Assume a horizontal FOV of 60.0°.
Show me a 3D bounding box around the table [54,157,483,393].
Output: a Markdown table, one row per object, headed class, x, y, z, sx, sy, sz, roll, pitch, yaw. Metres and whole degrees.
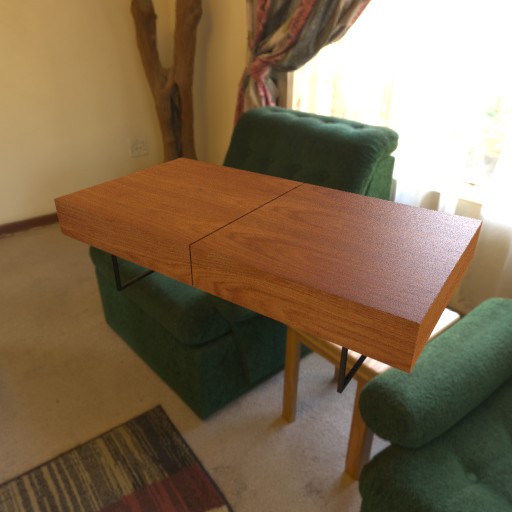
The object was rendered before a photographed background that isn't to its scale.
| class | x | y | z | sx | sy | sz | roll | pitch | yaw |
| --- | --- | --- | --- | --- | --- | --- | --- | --- | --- |
| table | 0.000 | 0.000 | 1.455 | 1.194 | 0.330 | 0.610 | 18 | 33 | 30 |
